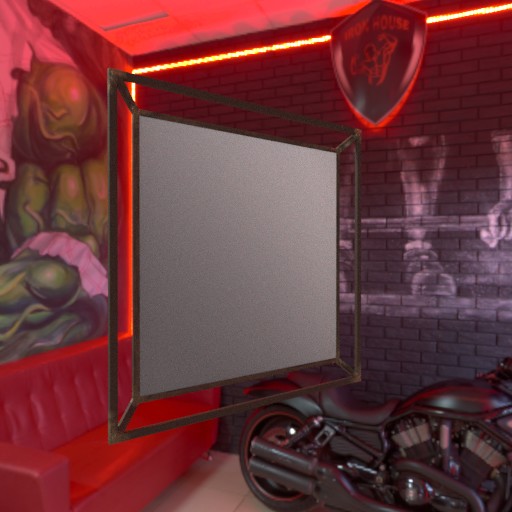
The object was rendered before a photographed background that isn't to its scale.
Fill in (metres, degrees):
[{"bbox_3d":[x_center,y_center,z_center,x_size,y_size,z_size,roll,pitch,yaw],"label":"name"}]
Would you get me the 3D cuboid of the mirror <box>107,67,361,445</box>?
[{"bbox_3d":[0.000,0.000,0.910,0.610,0.610,0.032,0,0,-36],"label":"mirror"}]
